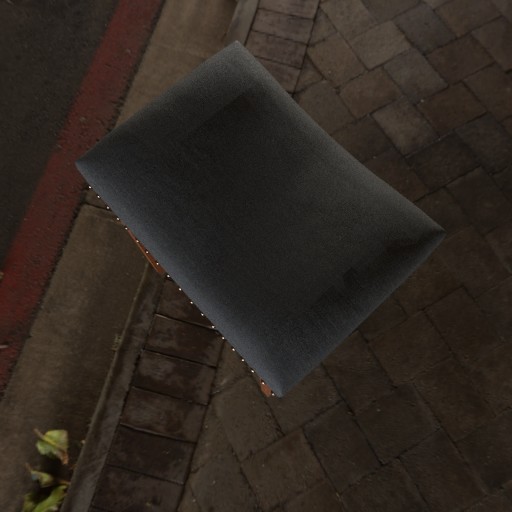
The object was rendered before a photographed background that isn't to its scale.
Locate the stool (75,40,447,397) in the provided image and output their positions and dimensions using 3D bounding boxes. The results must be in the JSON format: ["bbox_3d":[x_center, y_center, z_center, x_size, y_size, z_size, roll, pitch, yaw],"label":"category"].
[{"bbox_3d":[0.000,0.000,0.855,0.320,0.612,0.439,-41,78,-11],"label":"stool"}]
